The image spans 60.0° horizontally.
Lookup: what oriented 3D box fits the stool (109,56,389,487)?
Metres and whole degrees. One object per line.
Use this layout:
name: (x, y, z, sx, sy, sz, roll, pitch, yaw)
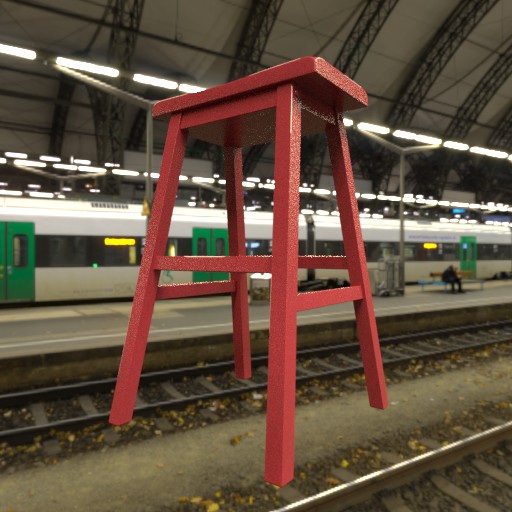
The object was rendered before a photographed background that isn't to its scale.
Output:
stool: (0.000, 0.000, 1.031, 0.457, 0.737, 0.476, 0, 0, 37)
